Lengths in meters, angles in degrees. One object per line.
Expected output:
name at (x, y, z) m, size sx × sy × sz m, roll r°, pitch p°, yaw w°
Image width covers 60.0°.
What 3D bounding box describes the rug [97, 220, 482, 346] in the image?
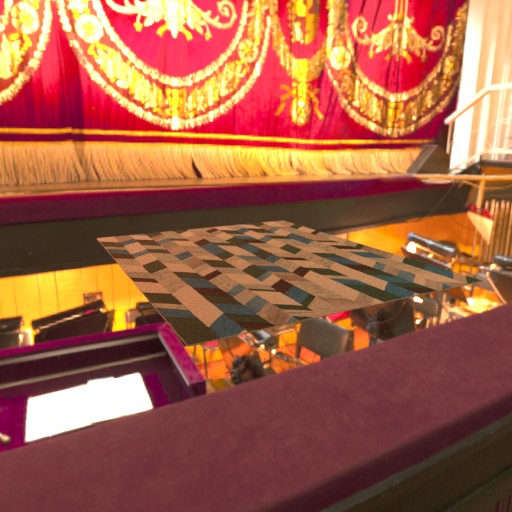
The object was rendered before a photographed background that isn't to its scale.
rug at (0.000, 0.000, 4.203) m, size 2.440 × 0.008 × 3.036 m, roll -8°, pitch 16°, yaw -27°
